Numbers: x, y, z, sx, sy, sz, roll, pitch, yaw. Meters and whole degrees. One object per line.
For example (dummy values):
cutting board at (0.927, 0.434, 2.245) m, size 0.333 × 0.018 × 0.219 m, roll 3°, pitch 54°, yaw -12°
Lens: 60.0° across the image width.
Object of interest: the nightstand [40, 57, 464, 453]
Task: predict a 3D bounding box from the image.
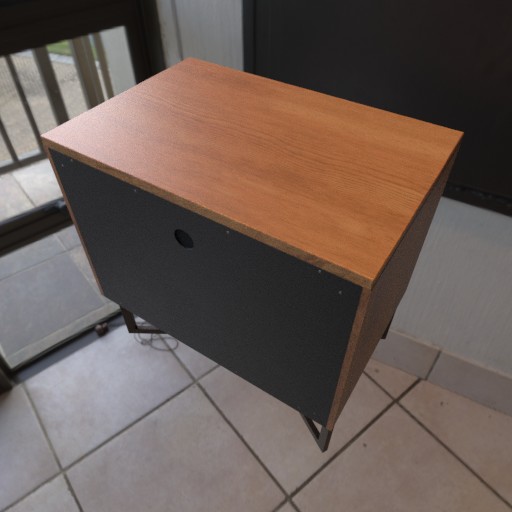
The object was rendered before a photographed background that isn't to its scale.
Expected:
nightstand at (0.000, 0.000, 0.993) m, size 0.613 × 0.615 × 0.427 m, roll 25°, pitch 50°, yaw 22°
